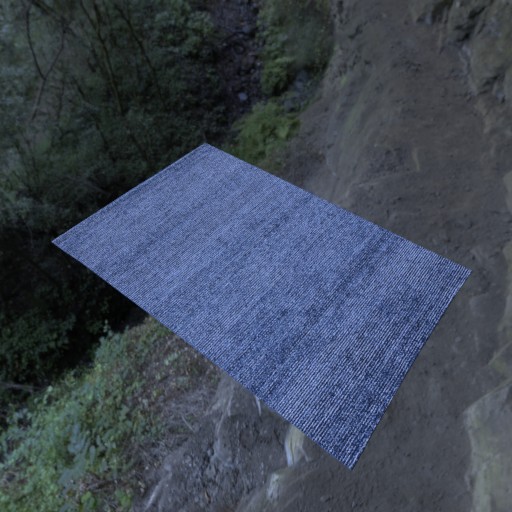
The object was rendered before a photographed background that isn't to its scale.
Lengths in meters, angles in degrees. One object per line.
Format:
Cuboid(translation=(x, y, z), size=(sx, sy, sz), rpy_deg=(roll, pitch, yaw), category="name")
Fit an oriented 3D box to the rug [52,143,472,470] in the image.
Cuboid(translation=(0.000, 0.000, 2.165), size=(1.740, 0.010, 1.135), rpy_deg=(31, 54, 25), category="rug")
